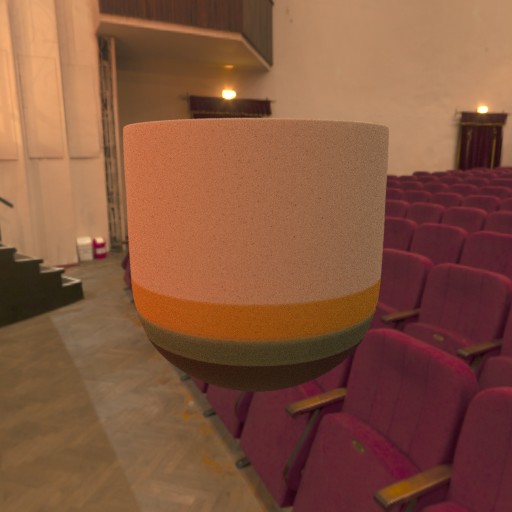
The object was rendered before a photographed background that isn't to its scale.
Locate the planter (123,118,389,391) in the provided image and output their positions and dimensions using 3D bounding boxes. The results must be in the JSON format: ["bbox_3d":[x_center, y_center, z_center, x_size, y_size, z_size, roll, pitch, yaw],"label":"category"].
[{"bbox_3d":[0.000,0.000,0.490,0.268,0.270,0.268,0,12,0],"label":"planter"}]
